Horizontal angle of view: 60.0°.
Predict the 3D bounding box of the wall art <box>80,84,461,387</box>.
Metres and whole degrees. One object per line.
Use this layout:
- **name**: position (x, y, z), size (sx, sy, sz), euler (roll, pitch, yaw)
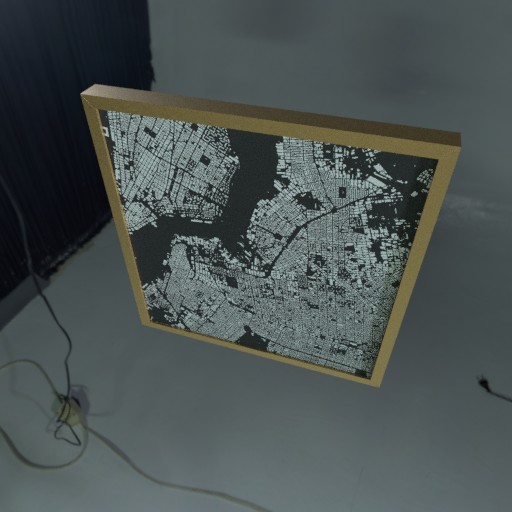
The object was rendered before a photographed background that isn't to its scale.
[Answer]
- **wall art**: position (0.000, 0.000, 1.897), size (1.284, 1.284, 0.095), euler (12, 43, 13)
